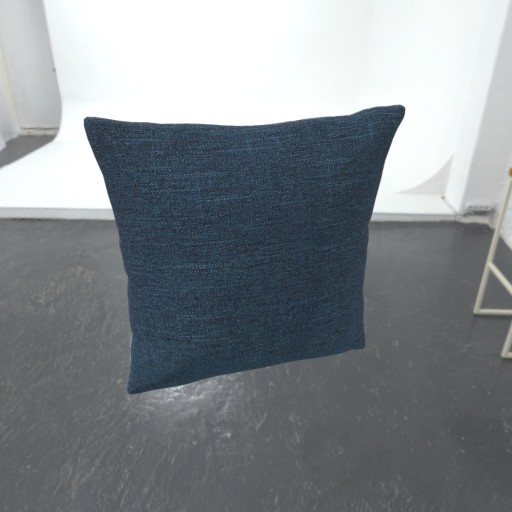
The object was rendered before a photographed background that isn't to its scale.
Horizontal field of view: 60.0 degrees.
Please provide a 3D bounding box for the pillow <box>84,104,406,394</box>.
[{"bbox_3d":[0.000,0.000,0.676,0.435,0.435,0.159,-8,29,-16],"label":"pillow"}]
